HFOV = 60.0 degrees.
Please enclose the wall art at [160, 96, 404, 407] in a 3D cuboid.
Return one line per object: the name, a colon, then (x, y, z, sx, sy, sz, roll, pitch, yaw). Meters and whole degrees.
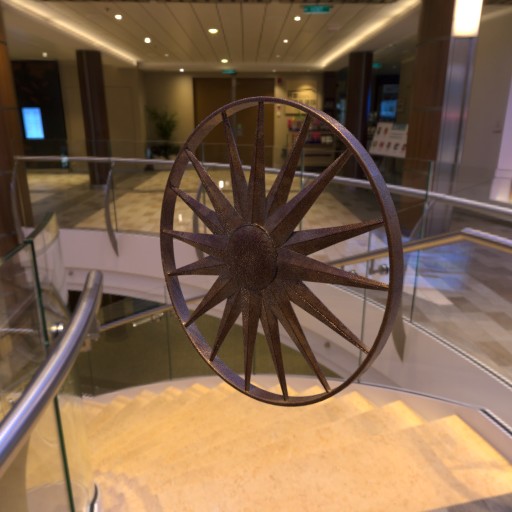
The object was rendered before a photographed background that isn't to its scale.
wall art: (0.000, 0.000, 0.859, 0.582, 0.583, 0.084, 15, 23, 40)
